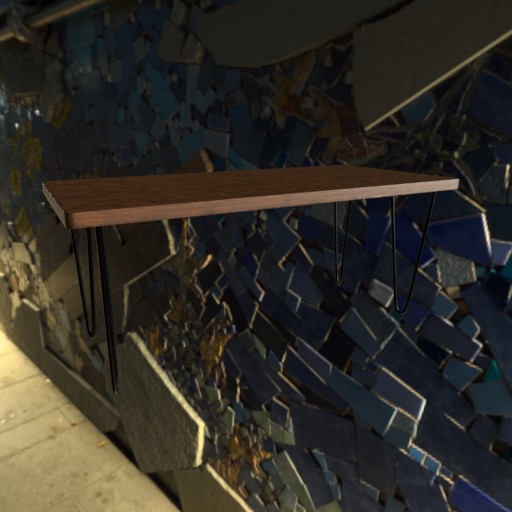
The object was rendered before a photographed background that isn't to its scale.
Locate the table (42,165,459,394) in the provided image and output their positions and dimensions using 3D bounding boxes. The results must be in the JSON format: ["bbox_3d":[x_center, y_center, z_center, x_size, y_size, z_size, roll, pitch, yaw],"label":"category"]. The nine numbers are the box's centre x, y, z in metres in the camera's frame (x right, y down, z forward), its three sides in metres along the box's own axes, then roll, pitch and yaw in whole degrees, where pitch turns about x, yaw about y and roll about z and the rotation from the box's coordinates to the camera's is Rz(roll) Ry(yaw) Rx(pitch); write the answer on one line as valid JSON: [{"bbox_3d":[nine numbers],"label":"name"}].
[{"bbox_3d":[0.000,0.000,2.212,1.791,0.753,0.883,-9,19,-28],"label":"table"}]
